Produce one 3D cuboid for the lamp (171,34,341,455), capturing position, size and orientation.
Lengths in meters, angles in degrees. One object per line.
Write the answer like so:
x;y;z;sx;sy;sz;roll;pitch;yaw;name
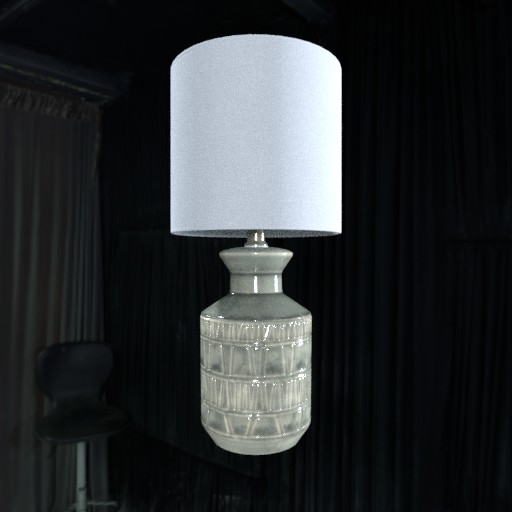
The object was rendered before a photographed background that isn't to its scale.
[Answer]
0.000;0.000;0.559;0.211;0.455;0.211;0;0;36;lamp
